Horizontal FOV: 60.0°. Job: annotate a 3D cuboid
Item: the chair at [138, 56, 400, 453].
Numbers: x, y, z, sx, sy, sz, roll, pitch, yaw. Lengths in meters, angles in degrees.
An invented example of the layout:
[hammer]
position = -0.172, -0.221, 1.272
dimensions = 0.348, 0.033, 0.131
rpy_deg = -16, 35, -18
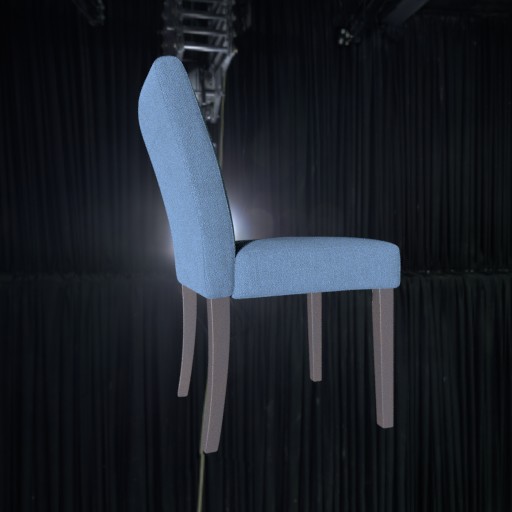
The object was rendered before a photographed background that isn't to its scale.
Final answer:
[chair]
position = 0.000, 0.000, 1.246
dimensions = 0.629, 0.882, 0.487
rpy_deg = -1, 2, -18
